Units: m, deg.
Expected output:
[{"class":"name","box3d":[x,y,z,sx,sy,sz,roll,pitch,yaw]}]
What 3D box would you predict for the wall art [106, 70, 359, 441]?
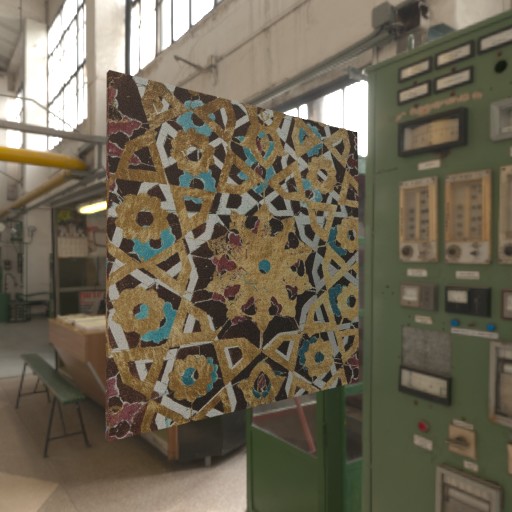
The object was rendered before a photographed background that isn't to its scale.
[{"class":"wall art","box3d":[0.000,0.000,0.606,0.404,0.406,0.010,0,-1,-36]}]
